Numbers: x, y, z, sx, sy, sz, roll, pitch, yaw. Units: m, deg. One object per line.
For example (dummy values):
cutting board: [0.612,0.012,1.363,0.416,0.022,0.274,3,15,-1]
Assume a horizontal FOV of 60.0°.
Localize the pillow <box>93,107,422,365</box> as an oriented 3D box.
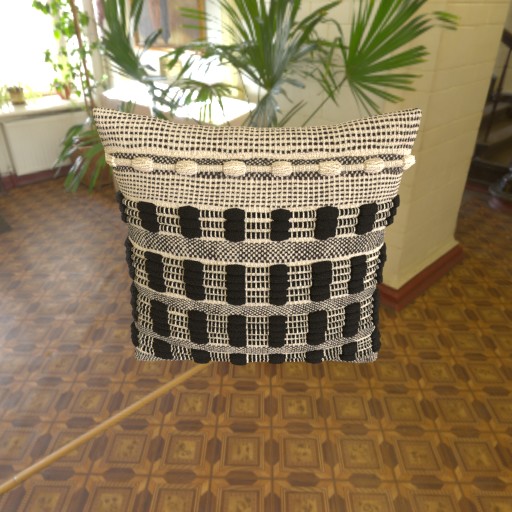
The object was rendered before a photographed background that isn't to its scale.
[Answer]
pillow: [0.000,0.000,0.681,0.436,0.438,0.156,0,30,1]
